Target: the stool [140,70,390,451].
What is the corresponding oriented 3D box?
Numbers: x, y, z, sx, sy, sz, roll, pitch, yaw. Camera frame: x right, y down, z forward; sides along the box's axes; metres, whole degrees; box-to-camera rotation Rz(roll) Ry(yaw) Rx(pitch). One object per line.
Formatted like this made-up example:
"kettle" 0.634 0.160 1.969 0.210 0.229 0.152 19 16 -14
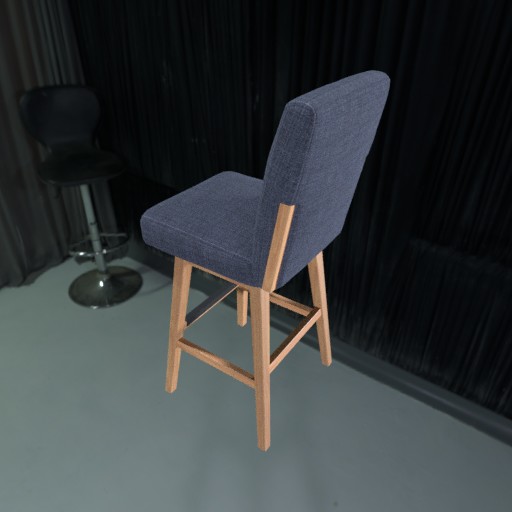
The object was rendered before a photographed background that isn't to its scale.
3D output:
"stool" 0.000 0.000 1.409 0.570 1.112 0.483 20 37 29
